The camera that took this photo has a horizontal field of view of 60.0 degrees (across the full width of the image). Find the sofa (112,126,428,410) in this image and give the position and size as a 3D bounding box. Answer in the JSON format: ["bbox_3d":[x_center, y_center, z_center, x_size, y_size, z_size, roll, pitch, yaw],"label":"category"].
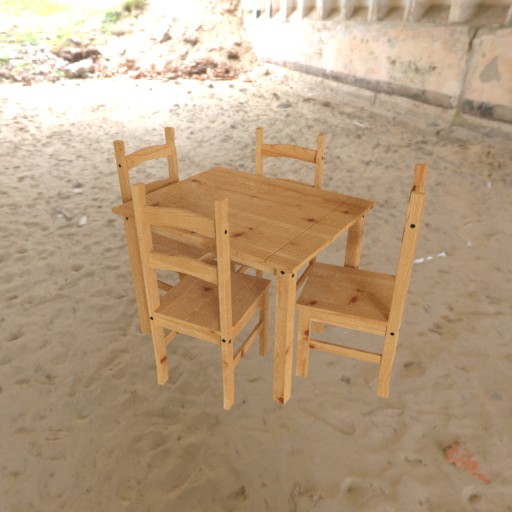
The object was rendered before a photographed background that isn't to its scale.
[{"bbox_3d":[0.000,0.000,2.215,1.529,1.000,1.144,19,34,30],"label":"sofa"}]
